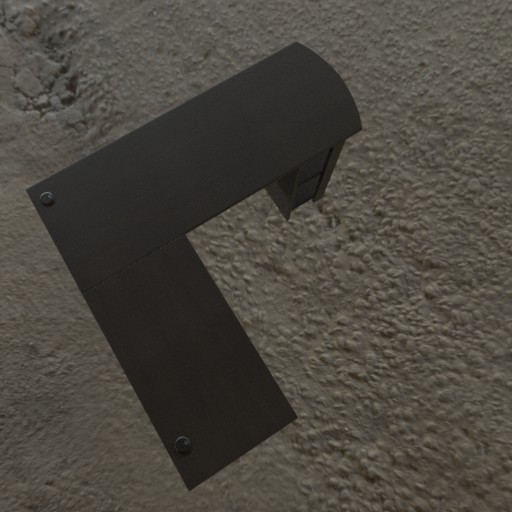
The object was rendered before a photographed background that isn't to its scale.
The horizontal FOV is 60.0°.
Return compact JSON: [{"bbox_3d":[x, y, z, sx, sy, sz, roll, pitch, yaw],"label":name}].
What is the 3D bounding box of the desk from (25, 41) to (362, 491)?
[{"bbox_3d":[0.000,0.000,2.074,1.361,0.716,1.303,-31,78,-7],"label":"desk"}]
